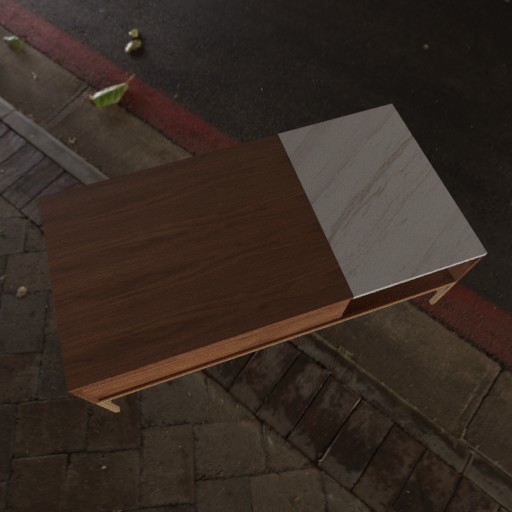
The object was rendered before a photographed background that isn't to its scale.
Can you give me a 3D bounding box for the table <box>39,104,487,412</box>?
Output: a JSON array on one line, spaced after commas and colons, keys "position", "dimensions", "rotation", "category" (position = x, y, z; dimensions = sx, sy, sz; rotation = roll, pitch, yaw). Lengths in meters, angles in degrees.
[{"position": [0.000, 0.000, 1.953], "dimensions": [1.553, 0.551, 0.789], "rotation": [-17, 65, -8], "category": "table"}]
